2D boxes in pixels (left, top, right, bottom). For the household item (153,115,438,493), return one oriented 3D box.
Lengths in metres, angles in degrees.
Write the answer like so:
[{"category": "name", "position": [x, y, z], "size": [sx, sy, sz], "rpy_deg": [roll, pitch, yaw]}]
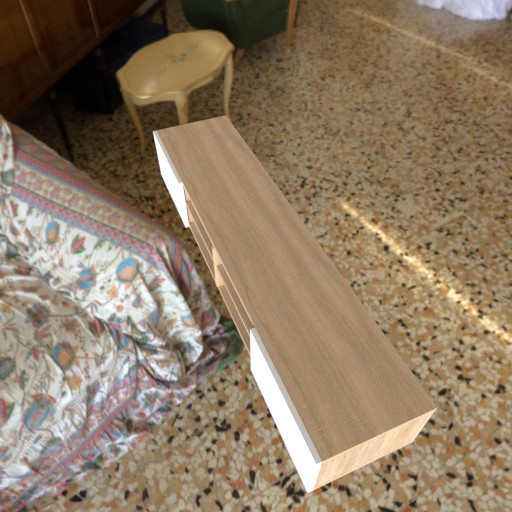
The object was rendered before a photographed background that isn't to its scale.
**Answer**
[{"category": "household item", "position": [0.000, 0.000, 1.988], "size": [0.420, 0.310, 1.850], "rpy_deg": [-17, 50, -15]}]
